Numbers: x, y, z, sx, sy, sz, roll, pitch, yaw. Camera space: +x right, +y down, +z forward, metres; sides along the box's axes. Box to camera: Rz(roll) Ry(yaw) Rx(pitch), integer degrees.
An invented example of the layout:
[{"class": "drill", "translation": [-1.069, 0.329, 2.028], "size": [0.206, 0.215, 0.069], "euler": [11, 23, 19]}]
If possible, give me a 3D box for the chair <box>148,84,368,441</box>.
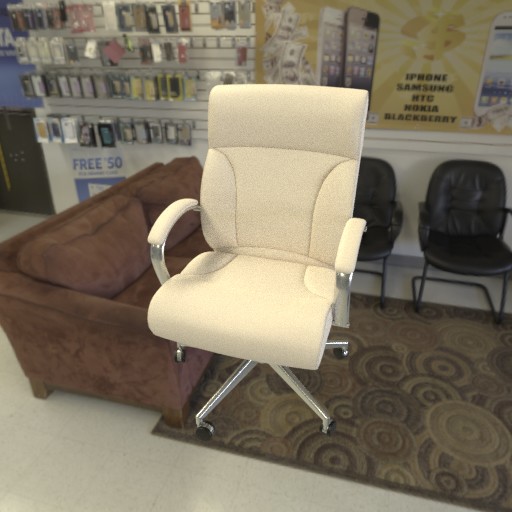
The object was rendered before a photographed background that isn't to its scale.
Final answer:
[{"class": "chair", "translation": [0.000, 0.000, 1.581], "size": [0.727, 1.099, 0.745], "euler": [9, 28, 17]}]
